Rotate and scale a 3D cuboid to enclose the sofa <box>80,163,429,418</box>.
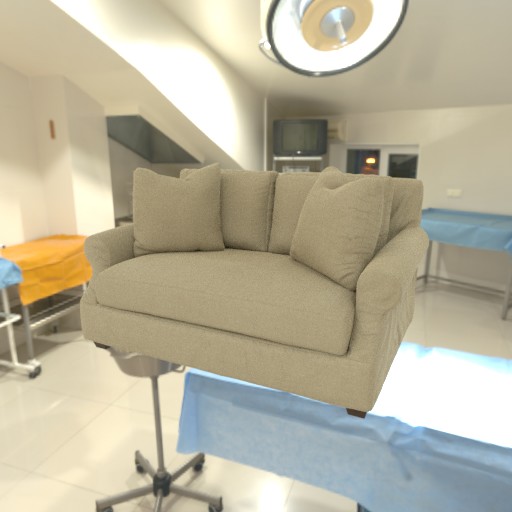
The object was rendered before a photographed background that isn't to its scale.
[{"bbox_3d":[0.000,0.000,2.242,1.550,0.905,1.070,7,16,26],"label":"sofa"}]
